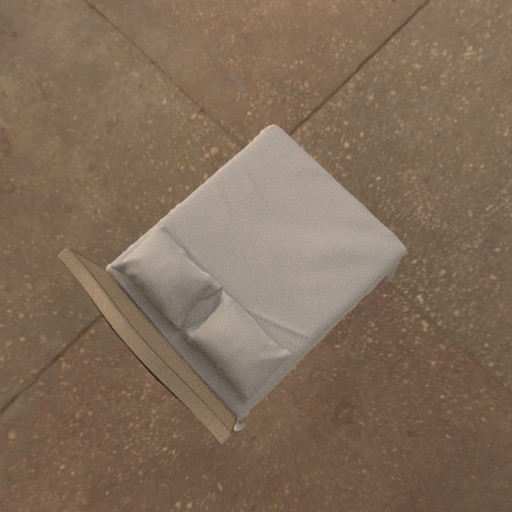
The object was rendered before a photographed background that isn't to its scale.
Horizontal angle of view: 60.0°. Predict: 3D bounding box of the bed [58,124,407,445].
[{"bbox_3d":[0.000,0.000,3.504,2.221,1.645,1.876,-43,80,-9],"label":"bed"}]
